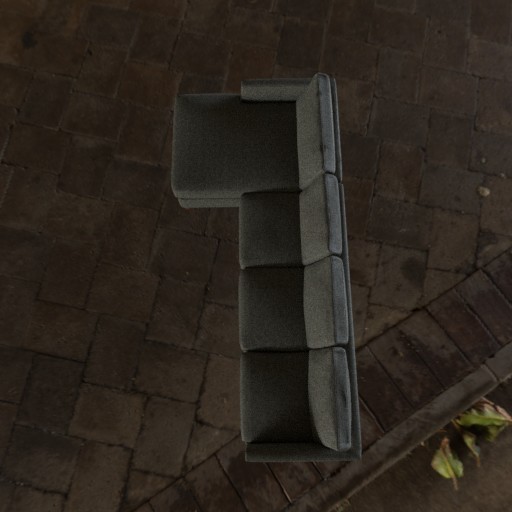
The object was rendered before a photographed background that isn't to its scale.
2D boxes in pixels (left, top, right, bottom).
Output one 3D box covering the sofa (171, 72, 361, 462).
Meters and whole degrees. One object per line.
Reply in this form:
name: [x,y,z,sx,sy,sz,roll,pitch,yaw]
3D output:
sofa: [0.000,0.000,4.142,1.635,0.960,3.485,-1,76,0]
